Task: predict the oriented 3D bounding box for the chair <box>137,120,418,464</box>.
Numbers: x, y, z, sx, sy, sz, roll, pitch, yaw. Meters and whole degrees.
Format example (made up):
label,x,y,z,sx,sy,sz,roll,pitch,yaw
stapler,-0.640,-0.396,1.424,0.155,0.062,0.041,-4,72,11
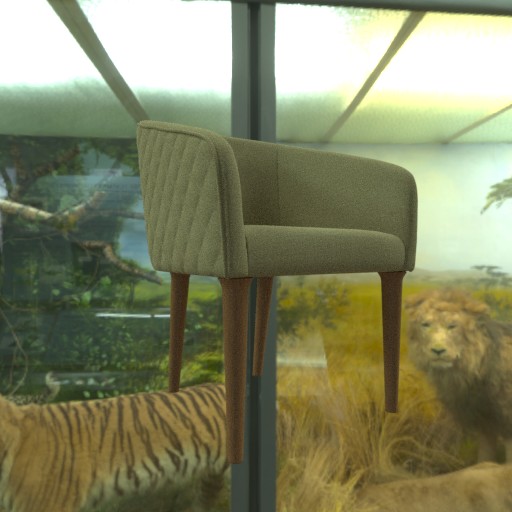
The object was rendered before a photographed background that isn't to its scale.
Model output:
label,x,y,z,sx,sy,sz,roll,pitch,yaw
chair,0.000,0.000,1.182,0.584,0.775,0.616,0,1,-35
